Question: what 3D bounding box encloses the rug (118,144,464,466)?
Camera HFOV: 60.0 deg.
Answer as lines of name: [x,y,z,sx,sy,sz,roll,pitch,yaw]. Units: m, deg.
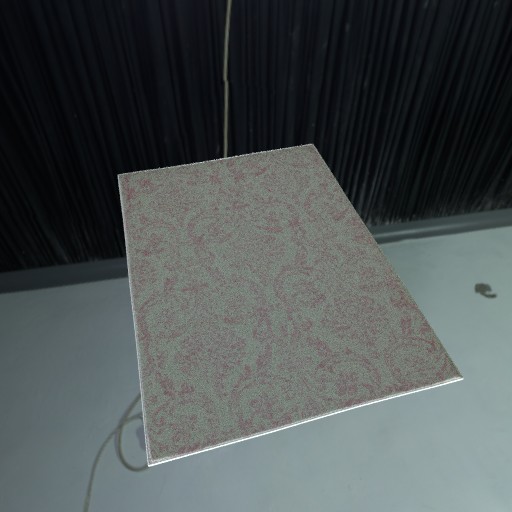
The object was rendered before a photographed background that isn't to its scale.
rug: [0.000,0.000,2.834,1.598,0.014,2.202,-11,48,-10]
